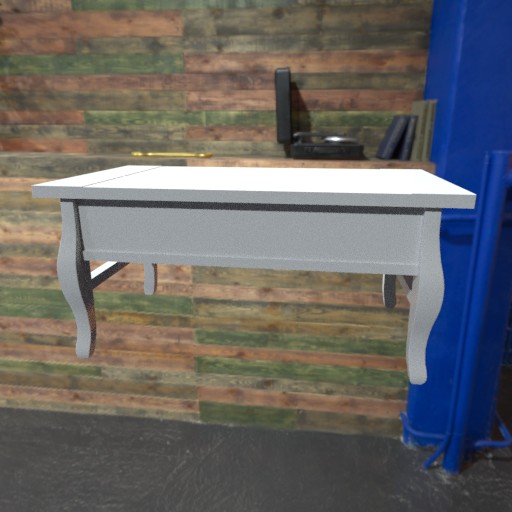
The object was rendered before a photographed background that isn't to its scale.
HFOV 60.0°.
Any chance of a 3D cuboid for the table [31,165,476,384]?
[{"bbox_3d":[0.000,0.000,1.390,1.062,0.495,0.600,2,17,8],"label":"table"}]
